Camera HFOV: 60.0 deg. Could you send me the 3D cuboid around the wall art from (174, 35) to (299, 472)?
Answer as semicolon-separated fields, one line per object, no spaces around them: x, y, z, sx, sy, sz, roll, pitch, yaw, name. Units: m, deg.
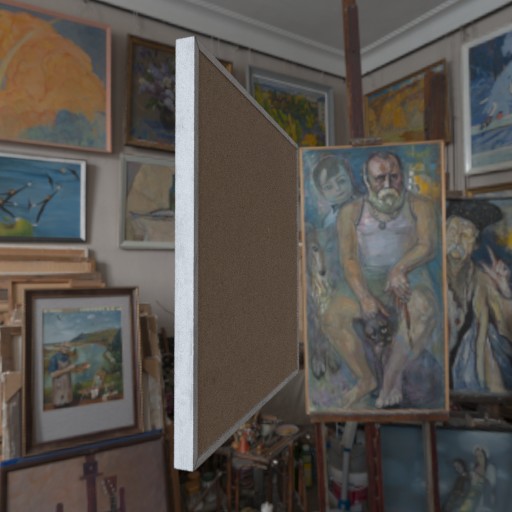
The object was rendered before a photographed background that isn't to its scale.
0.000;0.000;1.139;0.038;0.762;0.762;0;-1;19;wall art
